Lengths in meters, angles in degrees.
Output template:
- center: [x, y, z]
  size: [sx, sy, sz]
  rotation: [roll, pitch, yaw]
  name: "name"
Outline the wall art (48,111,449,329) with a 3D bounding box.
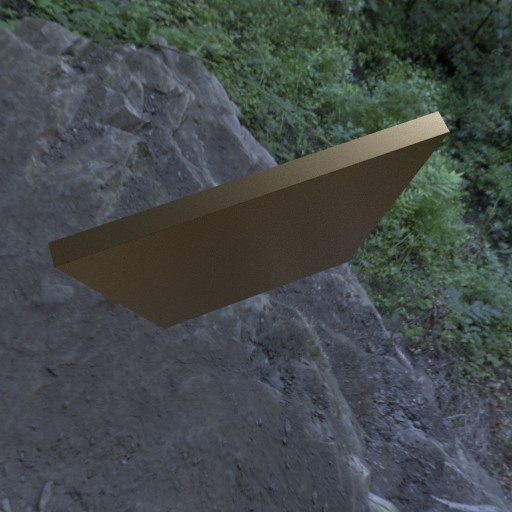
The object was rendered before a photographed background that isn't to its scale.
- center: [0.000, 0.000, 1.013]
  size: [0.610, 0.762, 0.038]
  rotation: [-20, 75, -5]
  name: "wall art"
